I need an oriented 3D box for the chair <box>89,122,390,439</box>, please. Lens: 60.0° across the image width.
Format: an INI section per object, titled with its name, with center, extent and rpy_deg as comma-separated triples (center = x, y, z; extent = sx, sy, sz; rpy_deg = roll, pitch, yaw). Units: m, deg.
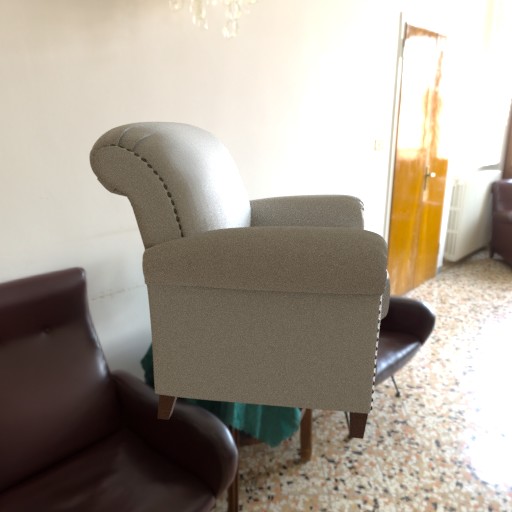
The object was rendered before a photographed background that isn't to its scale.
[chair]
center = 0.000, 0.000, 1.600
extent = 0.890, 0.927, 0.854
rpy_deg = 2, 16, 8
